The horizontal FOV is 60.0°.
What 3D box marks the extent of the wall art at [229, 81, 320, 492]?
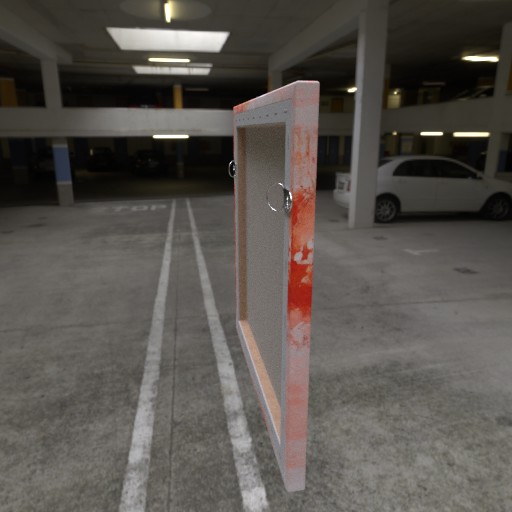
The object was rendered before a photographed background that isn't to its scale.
[{"bbox_3d":[0.000,0.000,1.110,0.064,0.746,0.747,-3,16,-10],"label":"wall art"}]
